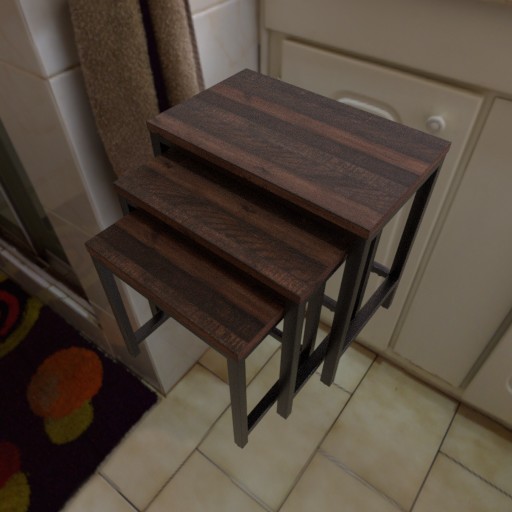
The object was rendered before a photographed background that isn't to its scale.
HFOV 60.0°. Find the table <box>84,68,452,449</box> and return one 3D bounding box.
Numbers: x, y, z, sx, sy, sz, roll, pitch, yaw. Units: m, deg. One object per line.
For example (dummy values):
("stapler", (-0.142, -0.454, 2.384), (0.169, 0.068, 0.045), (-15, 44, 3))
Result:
("table", (0.000, 0.000, 1.183), (0.608, 0.616, 0.660), (31, 54, 26))
